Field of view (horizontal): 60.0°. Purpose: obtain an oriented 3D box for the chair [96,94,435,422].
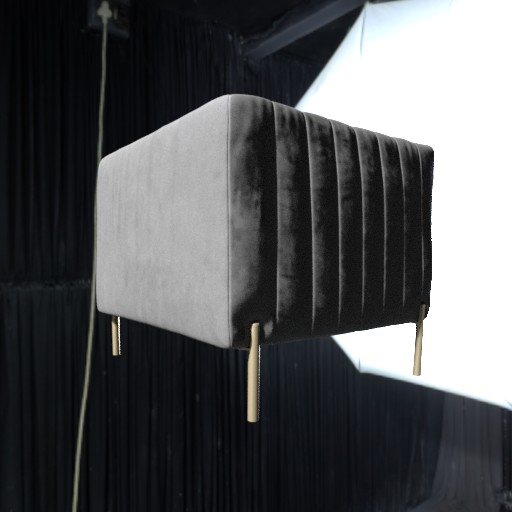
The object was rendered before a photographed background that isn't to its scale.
[{"bbox_3d":[0.000,0.000,1.614,0.873,0.779,0.981,0,0,-38],"label":"chair"}]
